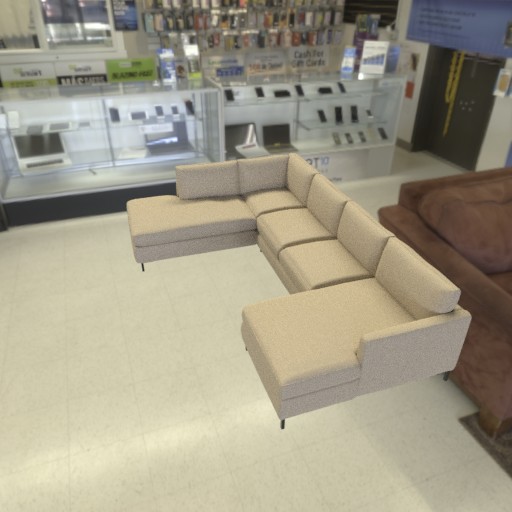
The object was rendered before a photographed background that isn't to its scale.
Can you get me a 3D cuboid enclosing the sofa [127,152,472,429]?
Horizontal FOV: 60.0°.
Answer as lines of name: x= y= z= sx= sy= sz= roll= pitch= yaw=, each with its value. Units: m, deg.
sofa: x=0.000 y=0.000 z=3.593 sx=1.879 sy=0.756 sz=2.737 roll=-10 pitch=33 yaw=-15
